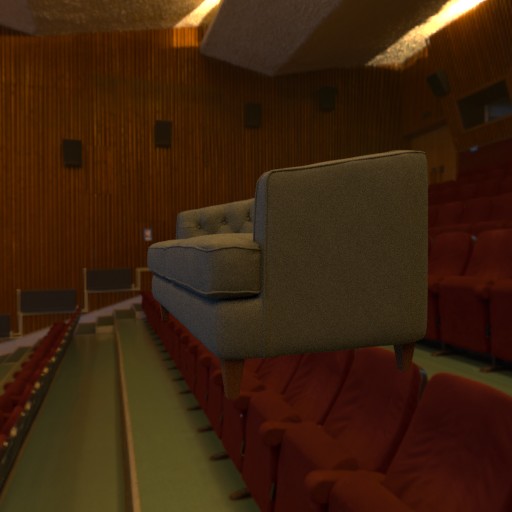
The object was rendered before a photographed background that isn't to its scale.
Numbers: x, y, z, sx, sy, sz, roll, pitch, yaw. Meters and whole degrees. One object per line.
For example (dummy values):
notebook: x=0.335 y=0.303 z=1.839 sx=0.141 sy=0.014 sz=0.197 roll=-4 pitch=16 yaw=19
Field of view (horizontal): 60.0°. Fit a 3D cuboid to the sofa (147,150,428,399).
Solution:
sofa: x=0.000 y=0.000 z=2.239 sx=0.941 sy=0.855 sz=1.733 roll=0 pitch=1 yaw=-19
